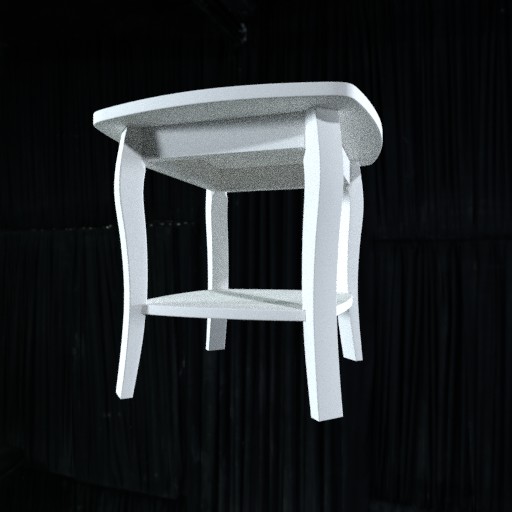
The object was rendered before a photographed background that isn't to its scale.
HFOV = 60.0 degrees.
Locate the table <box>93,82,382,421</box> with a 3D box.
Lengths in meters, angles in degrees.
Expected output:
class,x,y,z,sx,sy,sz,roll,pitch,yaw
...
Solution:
class,x,y,z,sx,sy,sz,roll,pitch,yaw
table,0.000,0.000,0.824,0.451,0.438,0.502,0,0,18
